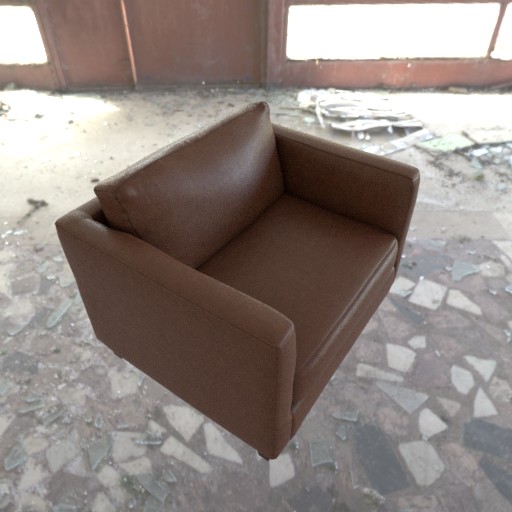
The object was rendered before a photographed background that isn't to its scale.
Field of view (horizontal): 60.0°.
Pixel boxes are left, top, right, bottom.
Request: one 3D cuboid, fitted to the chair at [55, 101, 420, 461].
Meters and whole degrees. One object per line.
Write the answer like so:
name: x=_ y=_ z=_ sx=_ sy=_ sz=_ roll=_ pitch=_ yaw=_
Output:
chair: x=0.000 y=0.000 z=1.819 sx=0.959 sy=0.917 sz=1.107 roll=25 pitch=47 yaw=25
